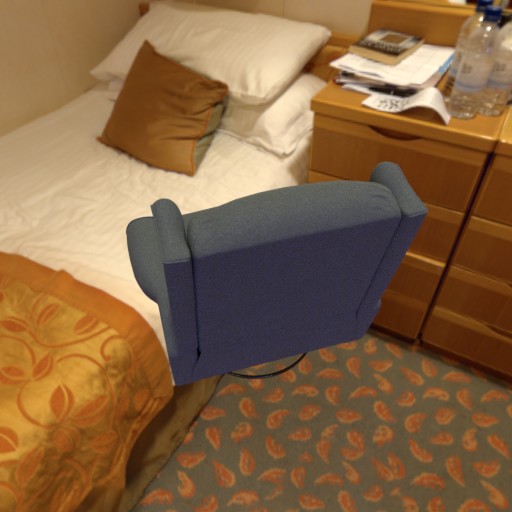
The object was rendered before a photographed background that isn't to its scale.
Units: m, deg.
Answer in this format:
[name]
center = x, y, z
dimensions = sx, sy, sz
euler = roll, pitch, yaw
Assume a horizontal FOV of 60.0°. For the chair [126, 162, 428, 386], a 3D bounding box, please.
[chair]
center = 0.000, 0.000, 1.771
dimensions = 0.971, 1.020, 0.877
euler = -11, 43, -12
